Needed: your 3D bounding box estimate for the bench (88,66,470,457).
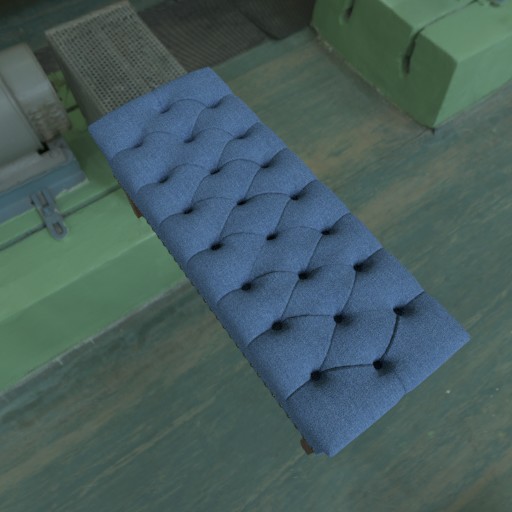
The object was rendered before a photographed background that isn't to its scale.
[{"bbox_3d":[0.000,0.000,1.289,0.417,0.492,1.052,-33,68,-15],"label":"bench"}]
